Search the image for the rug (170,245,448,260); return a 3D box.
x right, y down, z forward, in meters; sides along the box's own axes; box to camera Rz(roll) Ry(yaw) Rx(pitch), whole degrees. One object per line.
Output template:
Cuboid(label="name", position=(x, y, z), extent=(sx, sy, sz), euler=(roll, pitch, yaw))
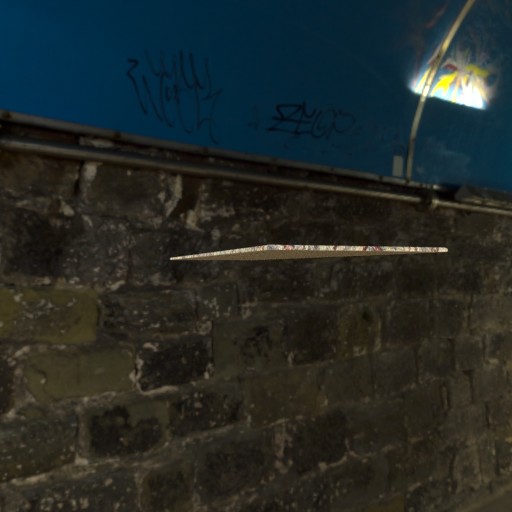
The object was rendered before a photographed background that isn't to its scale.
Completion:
Cuboid(label="rug", position=(0.000, 0.000, 2.561), extent=(0.688, 0.015, 2.292), euler=(0, -1, -19))
